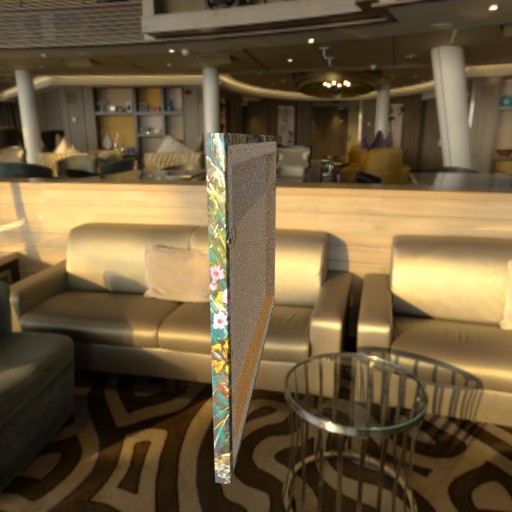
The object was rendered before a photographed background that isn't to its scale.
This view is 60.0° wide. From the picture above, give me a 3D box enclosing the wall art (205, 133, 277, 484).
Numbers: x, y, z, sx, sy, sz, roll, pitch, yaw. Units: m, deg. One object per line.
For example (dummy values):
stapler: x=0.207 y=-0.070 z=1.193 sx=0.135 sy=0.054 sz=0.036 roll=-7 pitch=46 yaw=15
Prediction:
wall art: x=0.000 y=0.000 z=1.443 sx=0.042 sy=0.760 sz=1.136 roll=2 pitch=15 yaw=7
